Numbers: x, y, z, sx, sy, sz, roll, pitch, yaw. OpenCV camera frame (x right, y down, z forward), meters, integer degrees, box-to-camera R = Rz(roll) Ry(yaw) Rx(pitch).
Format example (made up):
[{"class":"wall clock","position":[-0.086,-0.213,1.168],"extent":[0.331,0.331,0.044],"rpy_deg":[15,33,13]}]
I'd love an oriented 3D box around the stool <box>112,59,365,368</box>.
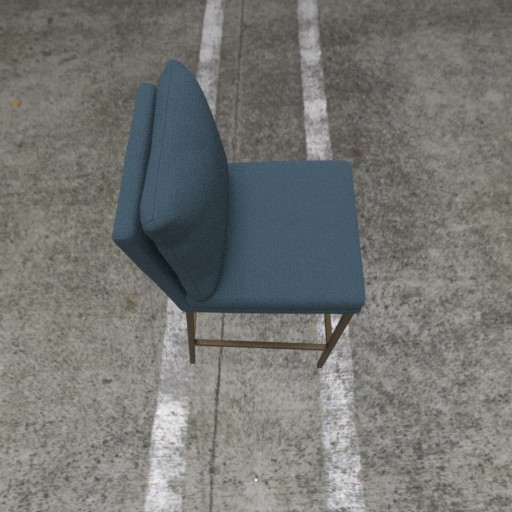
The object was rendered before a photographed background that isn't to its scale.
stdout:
[{"class":"stool","position":[0.000,0.000,1.391],"extent":[0.568,1.124,0.463],"rpy_deg":[0,63,0]}]
